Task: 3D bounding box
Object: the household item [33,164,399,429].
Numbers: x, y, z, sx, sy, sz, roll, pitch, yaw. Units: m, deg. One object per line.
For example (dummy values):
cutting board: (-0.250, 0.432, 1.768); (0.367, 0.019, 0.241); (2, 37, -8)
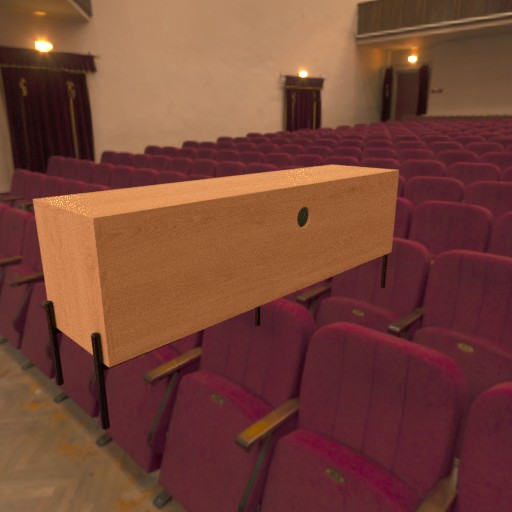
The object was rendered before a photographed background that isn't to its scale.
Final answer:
household item: (0.000, 0.000, 1.783); (0.400, 0.600, 1.550); (16, 23, 42)
